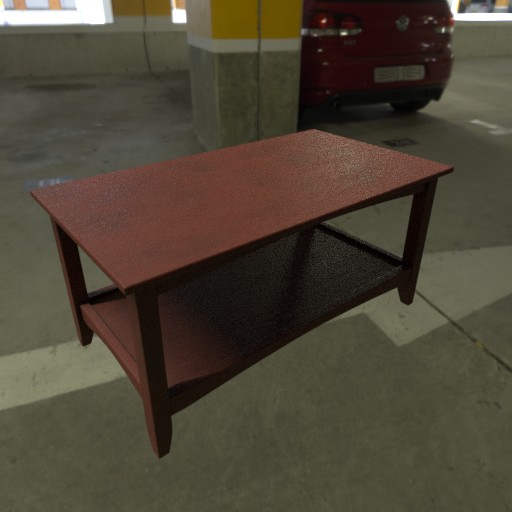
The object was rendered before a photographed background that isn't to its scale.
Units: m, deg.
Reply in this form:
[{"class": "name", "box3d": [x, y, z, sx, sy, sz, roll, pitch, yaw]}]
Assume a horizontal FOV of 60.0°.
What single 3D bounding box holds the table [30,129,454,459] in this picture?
[{"class": "table", "box3d": [0.000, 0.000, 1.230, 0.943, 0.456, 0.533, -21, 36, -33]}]
